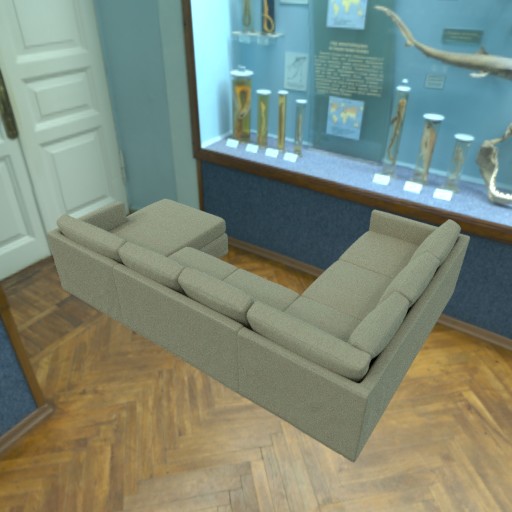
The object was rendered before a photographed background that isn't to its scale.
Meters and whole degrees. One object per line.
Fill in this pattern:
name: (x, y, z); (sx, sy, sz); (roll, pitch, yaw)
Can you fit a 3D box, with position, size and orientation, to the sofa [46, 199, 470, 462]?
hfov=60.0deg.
sofa: (0.000, 0.000, 4.511); (3.460, 0.882, 2.427); (22, 39, 29)
